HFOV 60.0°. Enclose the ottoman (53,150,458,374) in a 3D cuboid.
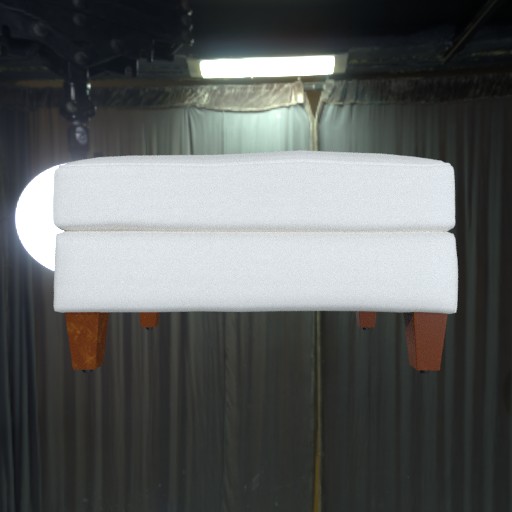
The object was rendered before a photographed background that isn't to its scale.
[{"bbox_3d":[0.000,0.000,1.170,0.818,0.479,0.634,0,0,0],"label":"ottoman"}]
